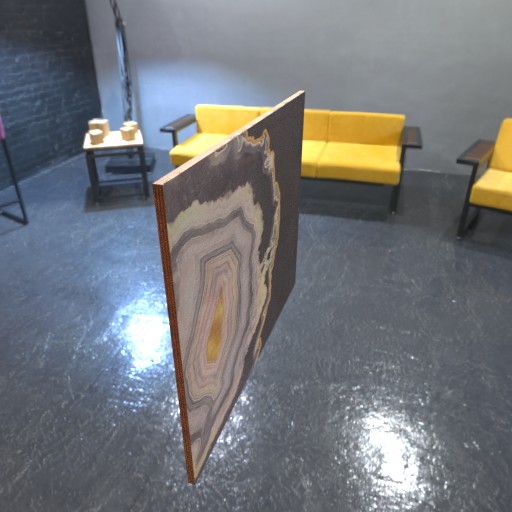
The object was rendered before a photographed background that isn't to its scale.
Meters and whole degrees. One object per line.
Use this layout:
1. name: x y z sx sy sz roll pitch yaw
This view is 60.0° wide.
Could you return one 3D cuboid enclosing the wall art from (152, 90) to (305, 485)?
1. wall art: 0.000 0.000 0.683 0.010 0.408 0.508 10 31 17
